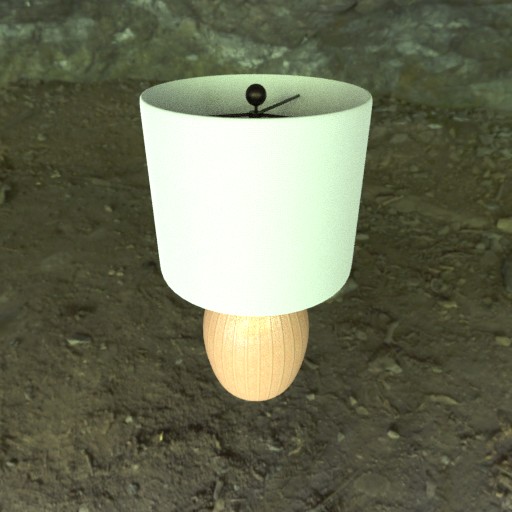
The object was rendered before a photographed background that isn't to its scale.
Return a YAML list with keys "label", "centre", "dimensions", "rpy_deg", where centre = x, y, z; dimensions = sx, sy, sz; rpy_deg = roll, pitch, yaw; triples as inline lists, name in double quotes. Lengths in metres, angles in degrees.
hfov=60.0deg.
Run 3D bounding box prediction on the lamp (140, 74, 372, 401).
- label: "lamp"
  centre: [0.000, 0.000, 0.777]
  dimensions: [0.329, 0.570, 0.329]
  rpy_deg: [0, 31, 0]
